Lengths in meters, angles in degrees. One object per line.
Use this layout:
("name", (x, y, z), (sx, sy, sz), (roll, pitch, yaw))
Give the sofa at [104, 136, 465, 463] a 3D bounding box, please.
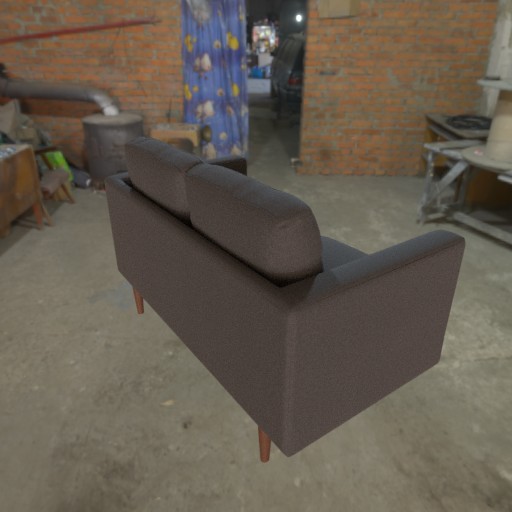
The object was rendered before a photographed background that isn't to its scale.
("sofa", (0.000, 0.000, 1.911), (0.796, 0.908, 1.430), (-17, 31, -31))
